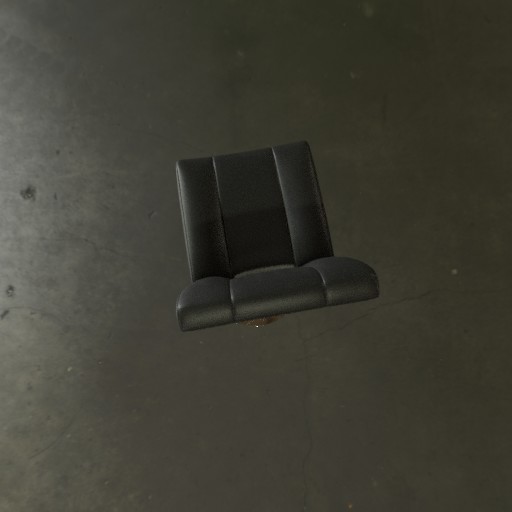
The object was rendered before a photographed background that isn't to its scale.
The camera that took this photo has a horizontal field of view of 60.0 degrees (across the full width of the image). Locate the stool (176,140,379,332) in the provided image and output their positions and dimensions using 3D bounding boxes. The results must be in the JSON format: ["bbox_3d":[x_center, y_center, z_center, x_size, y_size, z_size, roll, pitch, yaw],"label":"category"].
[{"bbox_3d":[0.000,0.000,1.432,0.415,1.151,0.520,-10,76,-2],"label":"stool"}]
